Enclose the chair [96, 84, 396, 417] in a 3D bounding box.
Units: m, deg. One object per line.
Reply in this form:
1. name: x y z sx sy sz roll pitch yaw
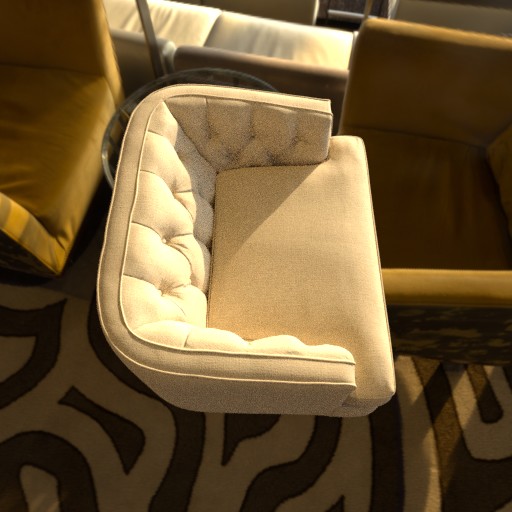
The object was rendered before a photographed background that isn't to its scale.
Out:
1. chair: 0.000 0.000 1.709 0.914 0.787 1.118 1 63 0
